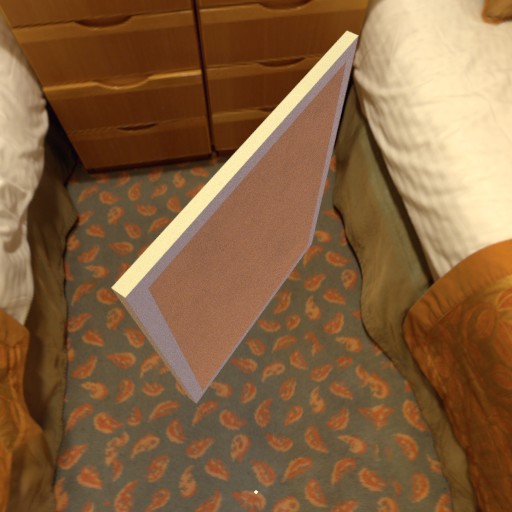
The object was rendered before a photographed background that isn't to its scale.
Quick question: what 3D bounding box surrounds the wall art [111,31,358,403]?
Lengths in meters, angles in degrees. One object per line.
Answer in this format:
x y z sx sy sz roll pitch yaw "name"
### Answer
0.000 0.000 1.088 0.026 0.811 0.661 31 66 15 "wall art"
